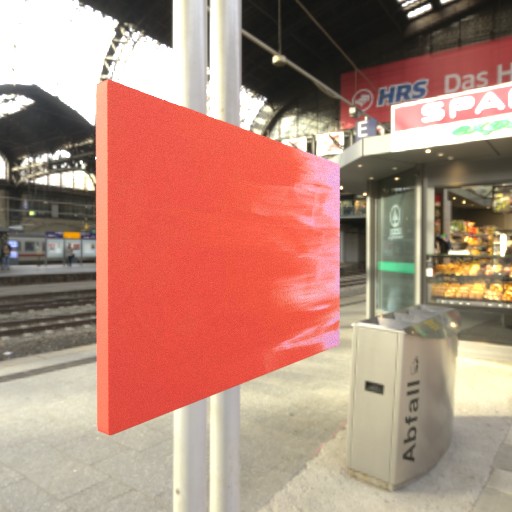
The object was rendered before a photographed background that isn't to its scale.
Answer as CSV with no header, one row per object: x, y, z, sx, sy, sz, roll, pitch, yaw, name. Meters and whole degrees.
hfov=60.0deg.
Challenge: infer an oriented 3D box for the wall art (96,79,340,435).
0.000,0.000,1.134,0.040,0.609,0.913,0,1,36,wall art
